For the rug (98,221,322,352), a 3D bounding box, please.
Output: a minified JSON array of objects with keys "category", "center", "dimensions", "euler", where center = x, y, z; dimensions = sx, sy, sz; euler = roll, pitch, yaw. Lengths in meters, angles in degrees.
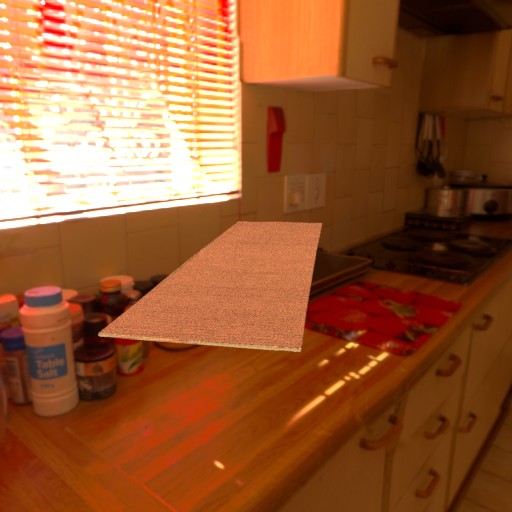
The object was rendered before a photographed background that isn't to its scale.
[{"category":"rug","center":[0.000,0.000,2.553],"dimensions":[0.692,0.032,2.320],"euler":[2,14,10]}]
